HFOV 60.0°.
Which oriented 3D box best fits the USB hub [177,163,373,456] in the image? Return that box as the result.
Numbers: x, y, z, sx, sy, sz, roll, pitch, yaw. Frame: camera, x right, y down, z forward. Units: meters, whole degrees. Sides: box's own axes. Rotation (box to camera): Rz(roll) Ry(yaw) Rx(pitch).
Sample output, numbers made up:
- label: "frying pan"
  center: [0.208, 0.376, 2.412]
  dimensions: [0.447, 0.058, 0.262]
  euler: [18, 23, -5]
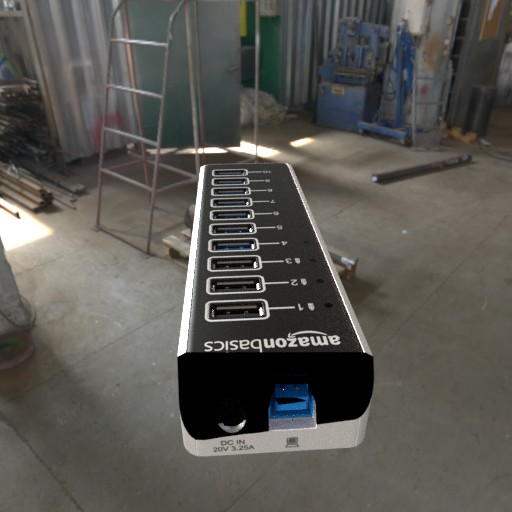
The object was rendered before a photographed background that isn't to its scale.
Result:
- label: "USB hub"
  center: [0.000, 0.000, 0.161]
  dimensions: [0.044, 0.023, 0.145]
  euler: [-2, 30, -3]
